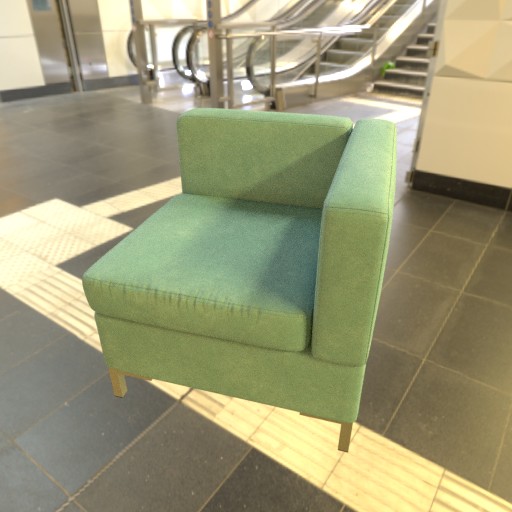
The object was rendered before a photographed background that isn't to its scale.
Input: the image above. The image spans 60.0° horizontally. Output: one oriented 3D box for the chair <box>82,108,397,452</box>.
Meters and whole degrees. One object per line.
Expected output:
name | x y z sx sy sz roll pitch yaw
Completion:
chair | 0.000 0.000 1.236 0.680 0.660 0.680 8 31 14
